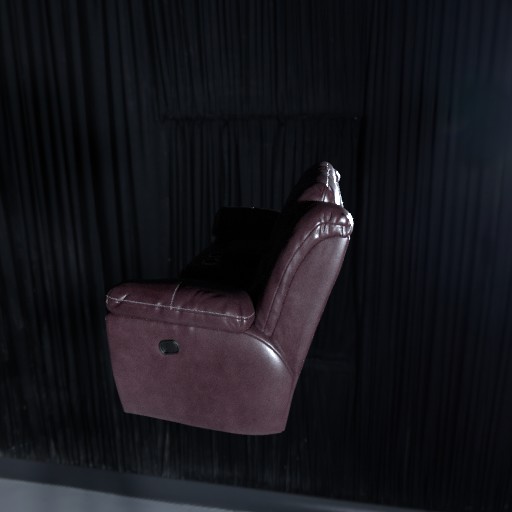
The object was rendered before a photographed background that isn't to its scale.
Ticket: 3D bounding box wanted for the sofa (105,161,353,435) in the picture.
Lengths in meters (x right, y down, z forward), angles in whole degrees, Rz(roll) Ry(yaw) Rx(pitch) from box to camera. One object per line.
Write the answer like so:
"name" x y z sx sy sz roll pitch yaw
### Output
"sofa" 0.000 0.000 2.641 0.991 1.043 2.058 2 16 8
